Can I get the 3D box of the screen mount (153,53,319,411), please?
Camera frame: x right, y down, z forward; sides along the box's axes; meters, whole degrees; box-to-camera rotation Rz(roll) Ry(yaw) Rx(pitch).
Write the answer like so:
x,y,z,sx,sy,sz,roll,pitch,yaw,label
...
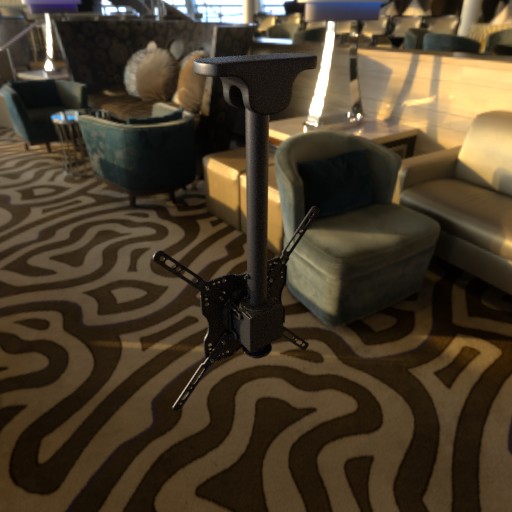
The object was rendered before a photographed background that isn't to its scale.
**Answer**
x,y,z,sx,sy,sz,roll,pitch,yaw,label
0.000,0.000,0.886,0.393,0.729,0.090,-18,34,-29,screen mount
